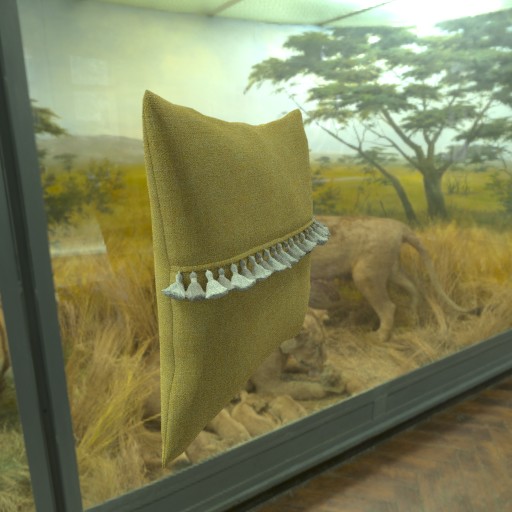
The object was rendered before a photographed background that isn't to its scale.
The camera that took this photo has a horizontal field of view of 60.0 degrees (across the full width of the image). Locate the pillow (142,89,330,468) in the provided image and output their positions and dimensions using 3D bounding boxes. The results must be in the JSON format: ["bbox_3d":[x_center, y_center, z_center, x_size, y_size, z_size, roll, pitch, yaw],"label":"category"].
[{"bbox_3d":[0.000,0.000,0.730,0.167,0.481,0.485,8,17,26],"label":"pillow"}]
